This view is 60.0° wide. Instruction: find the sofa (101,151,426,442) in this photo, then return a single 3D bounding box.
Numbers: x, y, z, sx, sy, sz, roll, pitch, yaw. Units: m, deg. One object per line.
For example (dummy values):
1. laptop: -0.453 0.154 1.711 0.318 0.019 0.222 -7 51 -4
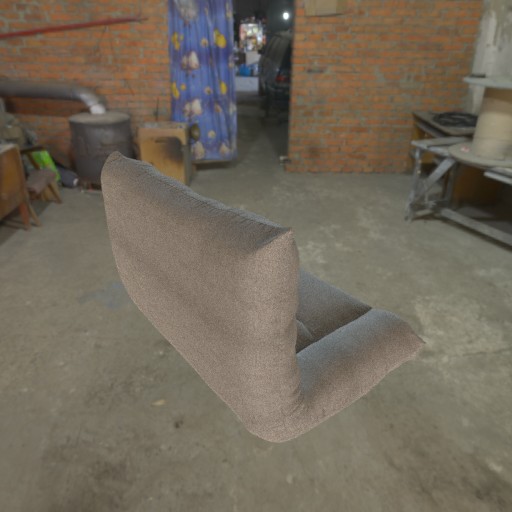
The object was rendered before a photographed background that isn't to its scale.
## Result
1. sofa: 0.000 0.000 1.753 0.847 0.795 1.144 -19 32 -32
